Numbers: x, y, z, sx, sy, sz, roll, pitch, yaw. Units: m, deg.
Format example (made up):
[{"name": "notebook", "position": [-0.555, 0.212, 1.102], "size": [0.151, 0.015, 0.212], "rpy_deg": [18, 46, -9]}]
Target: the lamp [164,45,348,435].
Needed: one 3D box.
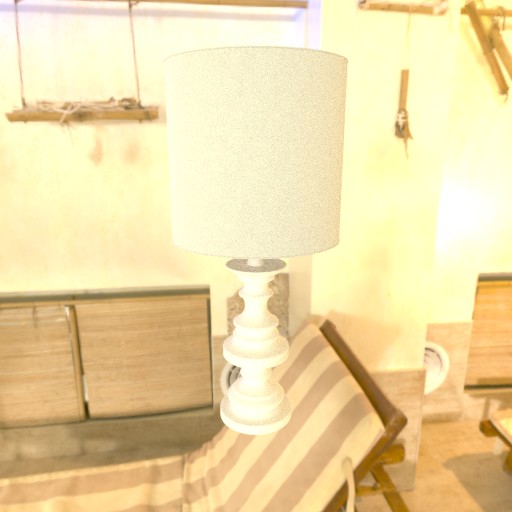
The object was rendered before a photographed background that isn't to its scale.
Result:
[{"name": "lamp", "position": [0.000, 0.000, 0.567], "size": [0.208, 0.455, 0.208], "rpy_deg": [-2, 15, -9]}]
